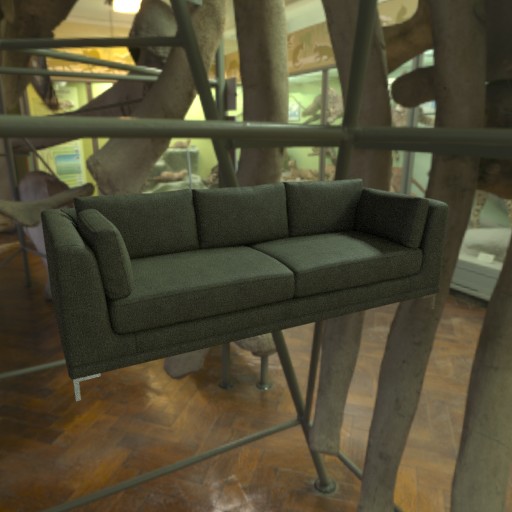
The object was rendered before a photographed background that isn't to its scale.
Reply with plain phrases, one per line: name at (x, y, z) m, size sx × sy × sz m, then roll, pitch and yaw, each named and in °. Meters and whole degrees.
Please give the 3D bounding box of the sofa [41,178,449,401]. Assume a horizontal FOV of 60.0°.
sofa at (0.000, 0.000, 2.873) m, size 2.415 × 0.867 × 0.969 m, roll -8°, pitch 18°, yaw -27°
